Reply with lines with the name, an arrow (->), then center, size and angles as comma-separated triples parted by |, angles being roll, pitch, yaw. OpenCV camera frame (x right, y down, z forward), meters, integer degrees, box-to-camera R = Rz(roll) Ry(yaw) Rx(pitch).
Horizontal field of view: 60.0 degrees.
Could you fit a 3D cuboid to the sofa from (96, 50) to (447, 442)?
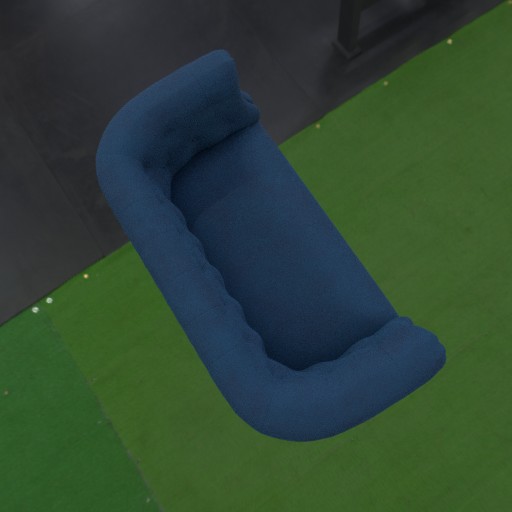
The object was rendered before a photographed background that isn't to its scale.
sofa -> 0.000, 0.000, 2.004 | 0.835, 0.827, 1.558 | -32, 78, -8
